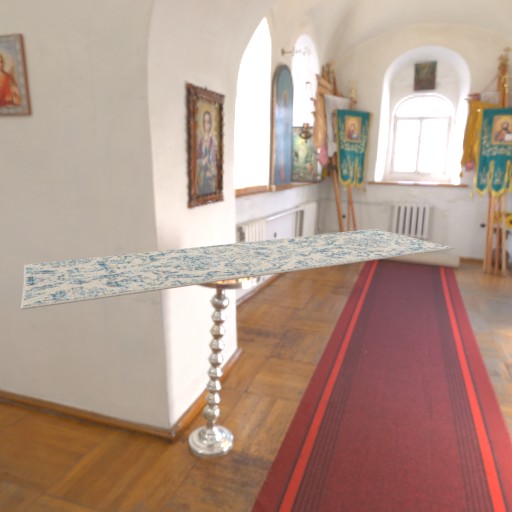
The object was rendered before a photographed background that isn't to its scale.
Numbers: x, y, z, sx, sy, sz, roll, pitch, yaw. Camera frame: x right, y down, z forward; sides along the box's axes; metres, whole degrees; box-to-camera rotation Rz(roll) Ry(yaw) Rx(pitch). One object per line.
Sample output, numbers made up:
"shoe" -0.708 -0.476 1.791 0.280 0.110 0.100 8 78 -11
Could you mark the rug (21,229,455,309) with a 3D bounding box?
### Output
"rug" 0.000 0.000 2.343 2.196 0.011 0.662 -7 15 -25
